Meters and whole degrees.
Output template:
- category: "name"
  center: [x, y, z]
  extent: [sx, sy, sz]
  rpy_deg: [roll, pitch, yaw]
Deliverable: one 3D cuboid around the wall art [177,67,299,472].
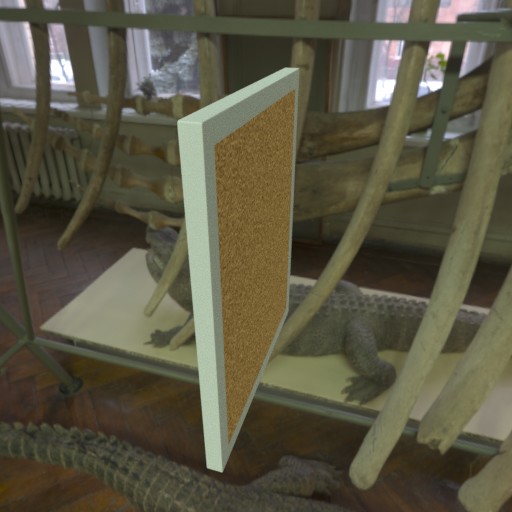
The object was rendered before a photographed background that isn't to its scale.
- category: "wall art"
  center: [0.000, 0.000, 0.771]
  extent: [0.028, 0.556, 0.454]
  rpy_deg: [9, 31, 15]
